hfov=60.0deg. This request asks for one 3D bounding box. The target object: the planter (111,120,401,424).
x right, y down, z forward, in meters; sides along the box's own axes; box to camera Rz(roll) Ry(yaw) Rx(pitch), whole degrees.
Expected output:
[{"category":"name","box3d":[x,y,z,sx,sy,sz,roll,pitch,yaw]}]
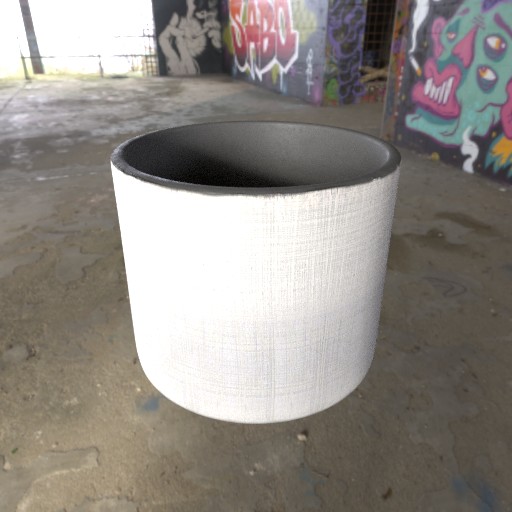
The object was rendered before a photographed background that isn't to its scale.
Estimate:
[{"category":"planter","box3d":[0.000,0.000,0.444,0.254,0.221,0.254,0,27,0]}]
